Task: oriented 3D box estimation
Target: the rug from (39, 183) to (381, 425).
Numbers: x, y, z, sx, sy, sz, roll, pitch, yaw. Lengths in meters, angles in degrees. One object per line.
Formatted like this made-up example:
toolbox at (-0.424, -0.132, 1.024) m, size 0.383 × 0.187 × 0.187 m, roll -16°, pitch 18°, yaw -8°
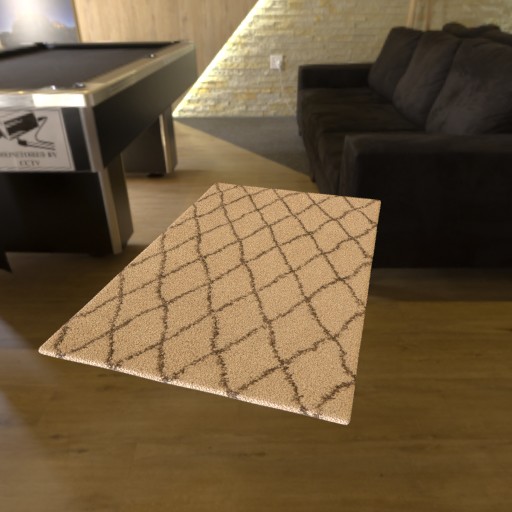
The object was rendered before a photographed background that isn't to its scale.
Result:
rug at (0.000, 0.000, 3.009) m, size 1.524 × 0.030 × 2.438 m, roll 8°, pitch 31°, yaw 14°
